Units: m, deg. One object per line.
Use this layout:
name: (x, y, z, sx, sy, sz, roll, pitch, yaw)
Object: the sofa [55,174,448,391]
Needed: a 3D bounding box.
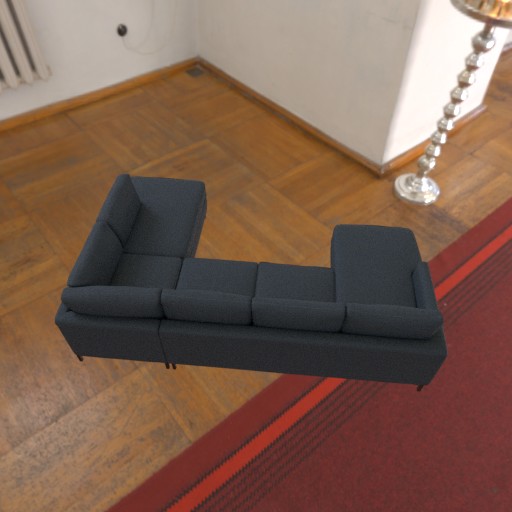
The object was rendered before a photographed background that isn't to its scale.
sofa: (0.000, 0.000, 4.037, 2.975, 0.858, 1.984, 4, 48, 4)
